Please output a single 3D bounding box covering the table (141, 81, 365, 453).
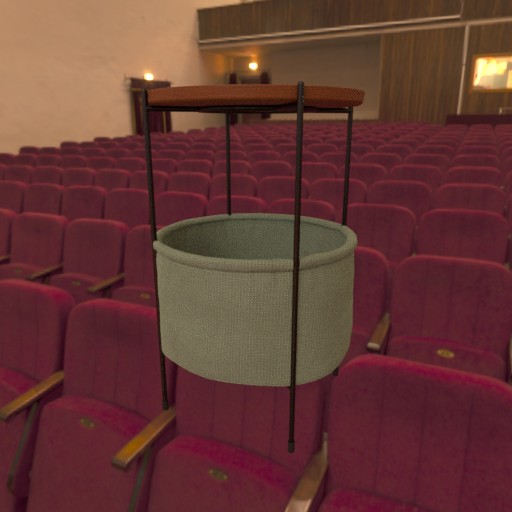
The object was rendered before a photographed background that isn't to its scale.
[{"bbox_3d":[0.000,0.000,0.892,0.400,0.623,0.400,8,18,25],"label":"table"}]
